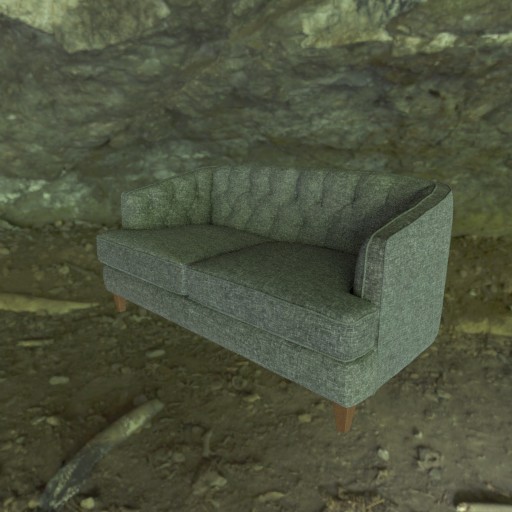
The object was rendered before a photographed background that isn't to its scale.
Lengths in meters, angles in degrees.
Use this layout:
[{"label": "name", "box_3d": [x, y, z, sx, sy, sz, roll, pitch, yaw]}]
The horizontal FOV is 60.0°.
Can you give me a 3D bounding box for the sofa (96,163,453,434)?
[{"label": "sofa", "box_3d": [0.000, 0.000, 2.265, 1.733, 0.855, 0.941, 15, 21, 43]}]
